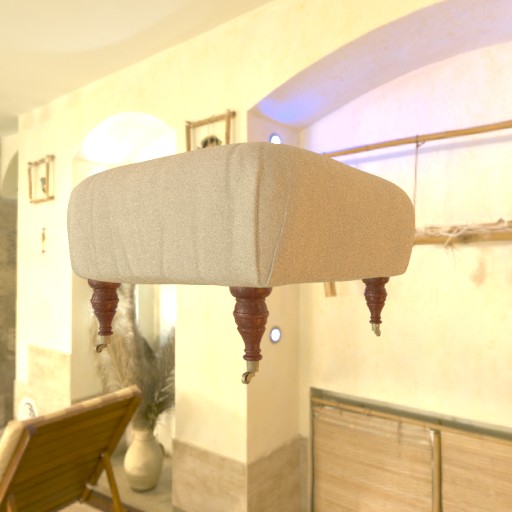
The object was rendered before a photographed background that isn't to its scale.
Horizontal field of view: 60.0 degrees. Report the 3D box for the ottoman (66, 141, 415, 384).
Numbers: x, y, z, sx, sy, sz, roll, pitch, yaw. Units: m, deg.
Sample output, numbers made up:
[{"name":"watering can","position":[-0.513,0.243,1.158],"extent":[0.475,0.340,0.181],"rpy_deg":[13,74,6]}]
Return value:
[{"name":"ottoman","position":[0.000,0.000,1.137],"extent":[0.622,0.450,0.746],"rpy_deg":[0,-1,37]}]
